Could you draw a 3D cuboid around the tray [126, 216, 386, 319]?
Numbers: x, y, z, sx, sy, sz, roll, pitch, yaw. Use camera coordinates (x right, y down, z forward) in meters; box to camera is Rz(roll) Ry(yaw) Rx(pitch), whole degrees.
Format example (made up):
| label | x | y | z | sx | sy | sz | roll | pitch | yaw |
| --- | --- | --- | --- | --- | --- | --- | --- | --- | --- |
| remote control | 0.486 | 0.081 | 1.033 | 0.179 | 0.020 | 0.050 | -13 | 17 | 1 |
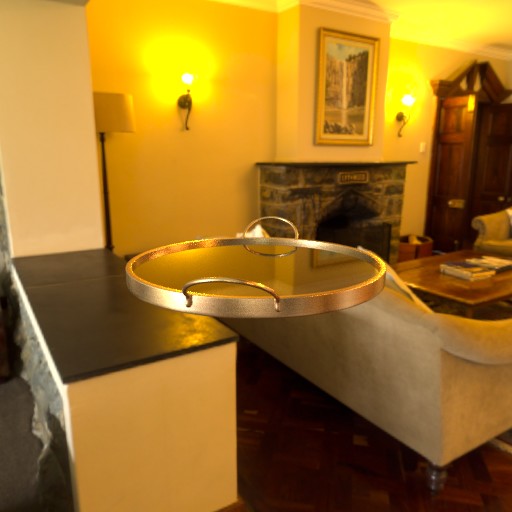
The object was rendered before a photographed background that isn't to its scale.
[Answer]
| label | x | y | z | sx | sy | sz | roll | pitch | yaw |
| --- | --- | --- | --- | --- | --- | --- | --- | --- | --- |
| tray | 0.000 | 0.000 | 0.774 | 0.438 | 0.069 | 0.543 | 2 | 13 | 8 |
